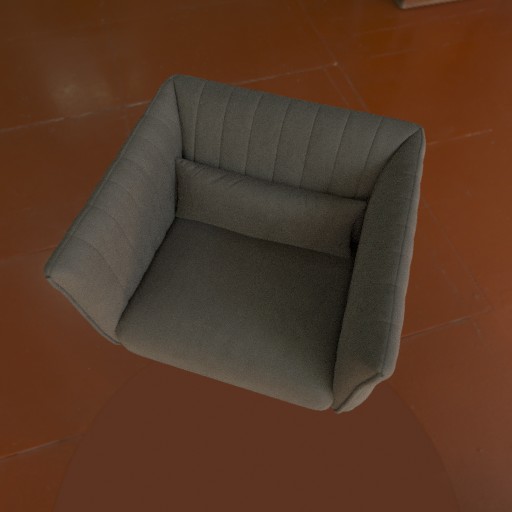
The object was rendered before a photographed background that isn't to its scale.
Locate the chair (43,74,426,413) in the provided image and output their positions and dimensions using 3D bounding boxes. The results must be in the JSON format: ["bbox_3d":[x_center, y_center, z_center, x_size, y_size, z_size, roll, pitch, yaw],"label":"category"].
[{"bbox_3d":[0.000,0.000,1.606,0.981,0.779,0.873,15,60,9],"label":"chair"}]
